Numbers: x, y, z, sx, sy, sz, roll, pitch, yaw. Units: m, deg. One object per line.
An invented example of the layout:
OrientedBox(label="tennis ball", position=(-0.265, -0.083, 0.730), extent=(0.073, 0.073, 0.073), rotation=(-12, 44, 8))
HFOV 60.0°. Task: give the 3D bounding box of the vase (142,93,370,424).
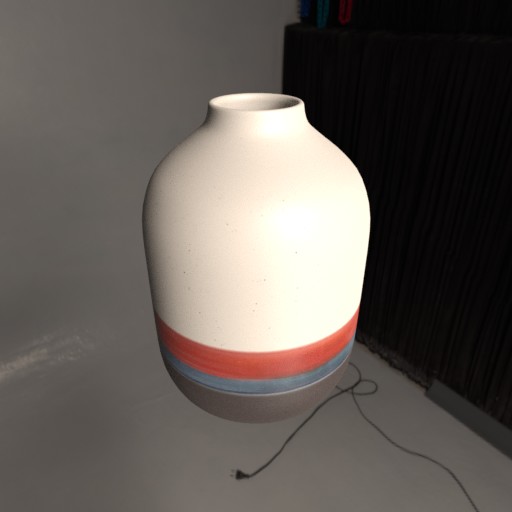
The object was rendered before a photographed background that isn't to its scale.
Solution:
OrientedBox(label="vase", position=(0.000, 0.000, 0.353), extent=(0.169, 0.237, 0.169), rotation=(0, 30, 0))
